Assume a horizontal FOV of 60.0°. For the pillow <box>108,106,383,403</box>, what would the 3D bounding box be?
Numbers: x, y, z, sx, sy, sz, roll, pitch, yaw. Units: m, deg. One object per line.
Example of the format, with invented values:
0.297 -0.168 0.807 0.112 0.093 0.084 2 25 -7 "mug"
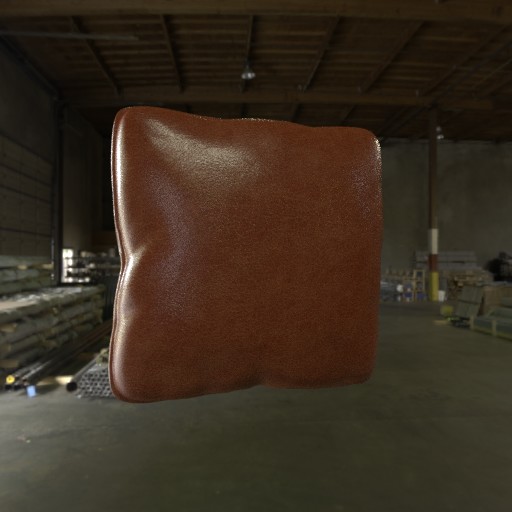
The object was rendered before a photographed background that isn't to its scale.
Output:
0.000 0.000 0.842 0.532 0.523 0.236 0 0 -18 "pillow"
